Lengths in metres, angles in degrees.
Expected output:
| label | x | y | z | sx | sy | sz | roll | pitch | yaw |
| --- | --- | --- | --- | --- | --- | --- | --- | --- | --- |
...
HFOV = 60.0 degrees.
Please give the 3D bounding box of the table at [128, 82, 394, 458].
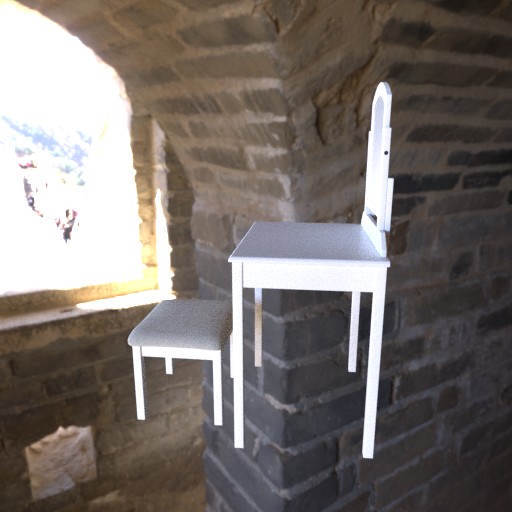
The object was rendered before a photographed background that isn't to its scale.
| label | x | y | z | sx | sy | sz | roll | pitch | yaw |
| --- | --- | --- | --- | --- | --- | --- | --- | --- | --- |
| table | 0.000 | 0.000 | 2.247 | 1.211 | 1.631 | 0.876 | 2 | 14 | 7 |
